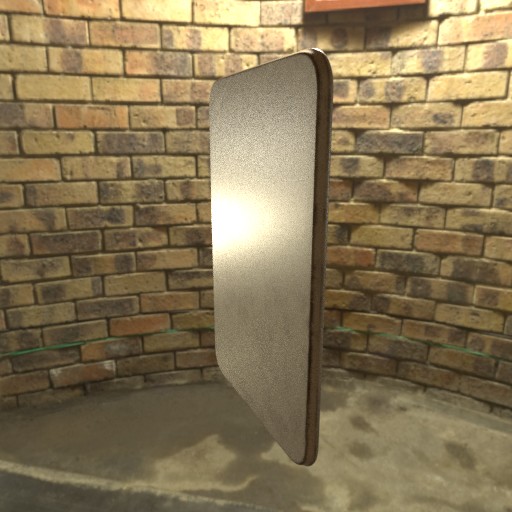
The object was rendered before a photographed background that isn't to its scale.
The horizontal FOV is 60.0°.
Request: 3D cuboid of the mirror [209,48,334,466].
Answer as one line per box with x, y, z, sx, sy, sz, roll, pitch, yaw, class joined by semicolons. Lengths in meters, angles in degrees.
0.000;0.000;0.890;0.024;0.713;0.461;-7;16;-25;mirror
